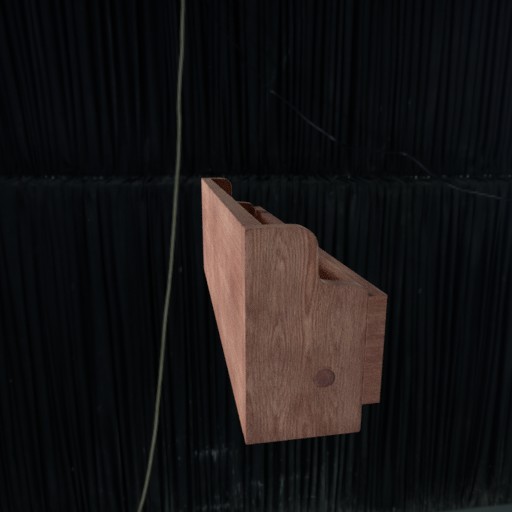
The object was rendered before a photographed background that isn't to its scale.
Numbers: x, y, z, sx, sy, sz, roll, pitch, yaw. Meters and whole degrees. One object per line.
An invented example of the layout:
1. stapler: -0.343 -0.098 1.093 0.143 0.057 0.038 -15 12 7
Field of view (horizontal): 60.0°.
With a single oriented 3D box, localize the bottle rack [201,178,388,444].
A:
1. bottle rack: 0.000 0.000 0.675 0.126 0.196 0.608 -2 14 -10
